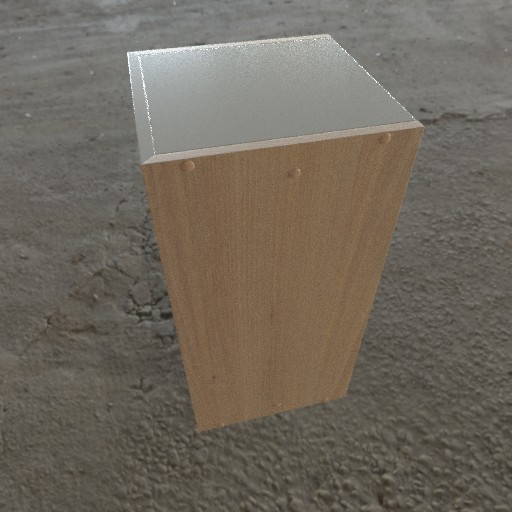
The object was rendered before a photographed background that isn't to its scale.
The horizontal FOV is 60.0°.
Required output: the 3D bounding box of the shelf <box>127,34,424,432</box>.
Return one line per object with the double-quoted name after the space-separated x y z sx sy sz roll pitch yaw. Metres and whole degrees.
0.000 0.000 0.753 0.297 0.594 0.290 -10 46 -10 "shelf"
